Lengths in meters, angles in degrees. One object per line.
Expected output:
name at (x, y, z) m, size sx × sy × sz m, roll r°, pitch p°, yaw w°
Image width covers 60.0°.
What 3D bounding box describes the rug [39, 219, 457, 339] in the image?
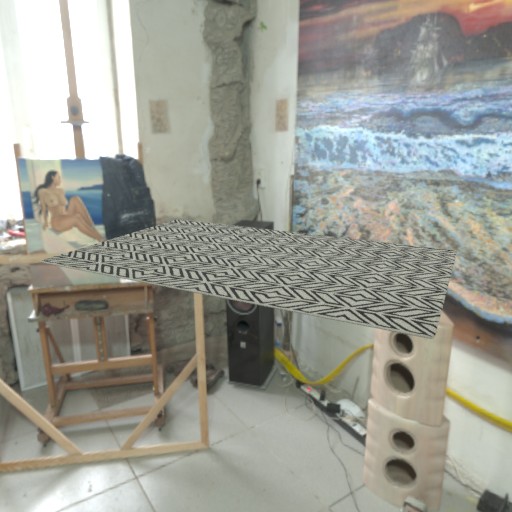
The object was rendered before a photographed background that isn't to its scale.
rug at (0.000, 0.000, 3.030) m, size 2.438 × 0.008 × 1.523 m, roll 8°, pitch 18°, yaw 26°
